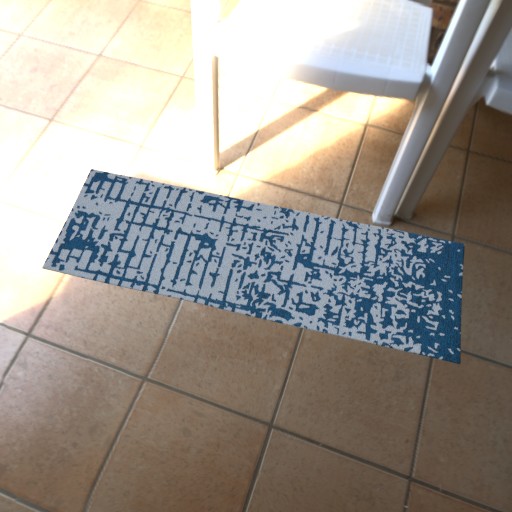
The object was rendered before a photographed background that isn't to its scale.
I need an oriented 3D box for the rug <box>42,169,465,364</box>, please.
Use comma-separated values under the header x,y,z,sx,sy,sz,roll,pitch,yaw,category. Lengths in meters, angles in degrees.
x,y,z,sx,sy,sz,roll,pitch,yaw,category
0.000,0.000,2.664,2.435,0.011,0.750,12,64,6,rug
